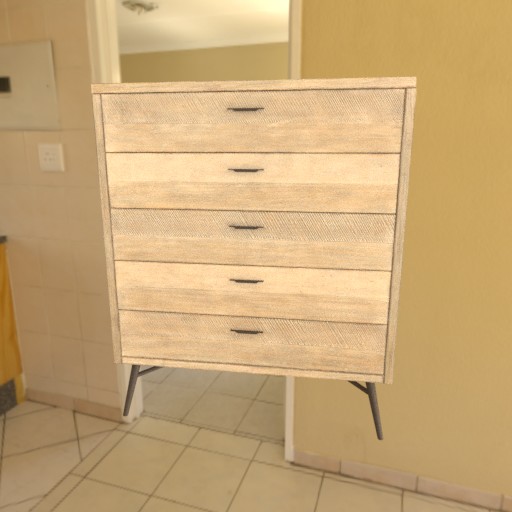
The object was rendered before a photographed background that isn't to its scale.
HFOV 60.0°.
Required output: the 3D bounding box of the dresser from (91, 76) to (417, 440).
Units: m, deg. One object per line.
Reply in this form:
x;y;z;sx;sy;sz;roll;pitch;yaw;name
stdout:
0.000;0.000;1.718;1.016;1.219;0.457;2;14;8;dresser
